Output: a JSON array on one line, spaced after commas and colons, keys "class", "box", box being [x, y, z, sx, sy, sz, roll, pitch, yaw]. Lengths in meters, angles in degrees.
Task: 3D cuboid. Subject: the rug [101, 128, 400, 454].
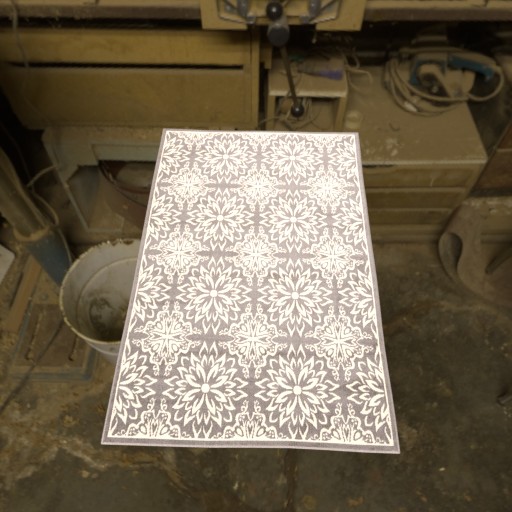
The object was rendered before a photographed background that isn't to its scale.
[{"class": "rug", "box": [0.000, 0.000, 2.290, 1.224, 0.012, 1.847, 1, 58, 1]}]
